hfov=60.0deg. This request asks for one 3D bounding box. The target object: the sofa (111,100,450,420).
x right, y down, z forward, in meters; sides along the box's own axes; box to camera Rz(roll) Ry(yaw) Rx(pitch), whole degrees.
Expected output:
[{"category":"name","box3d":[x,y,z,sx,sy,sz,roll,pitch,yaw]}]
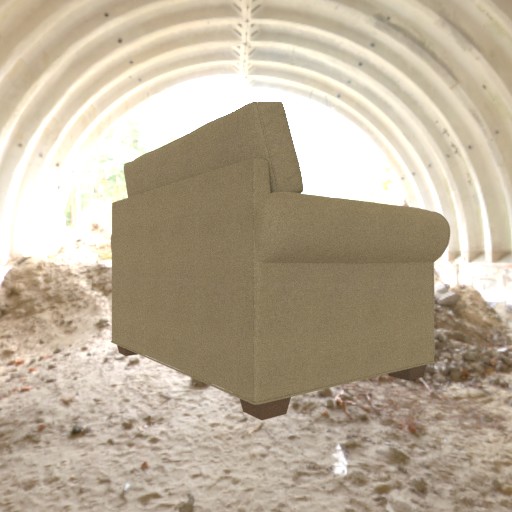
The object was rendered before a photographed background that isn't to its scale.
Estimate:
[{"category":"sofa","box3d":[0.000,0.000,2.056,0.936,0.991,1.405,1,-1,-37]}]
